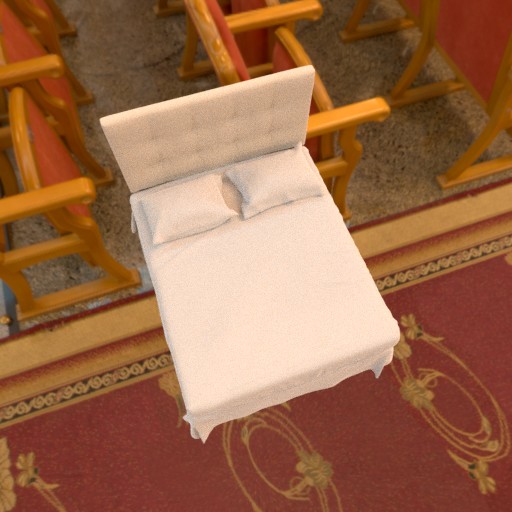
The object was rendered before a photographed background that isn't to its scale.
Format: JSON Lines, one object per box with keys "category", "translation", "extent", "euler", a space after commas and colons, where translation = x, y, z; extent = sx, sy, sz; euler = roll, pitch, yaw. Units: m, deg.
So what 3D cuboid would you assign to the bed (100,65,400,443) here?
{"category": "bed", "translation": [0.000, 0.000, 3.509], "extent": [1.936, 1.577, 2.222], "euler": [-17, 65, -8]}
